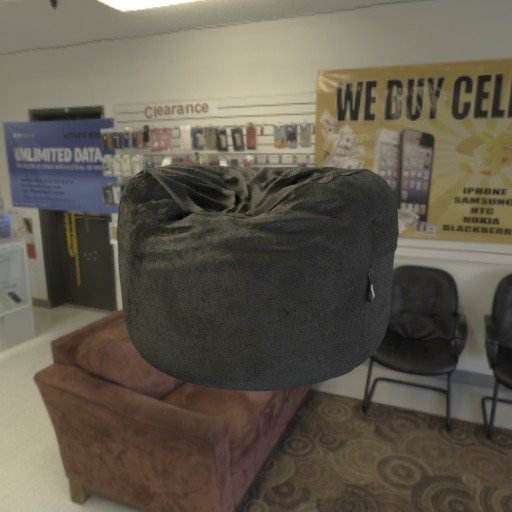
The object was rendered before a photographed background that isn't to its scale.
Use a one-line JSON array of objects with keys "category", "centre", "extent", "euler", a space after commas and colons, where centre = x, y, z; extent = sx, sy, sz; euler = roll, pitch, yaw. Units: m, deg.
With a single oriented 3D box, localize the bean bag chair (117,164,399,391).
[{"category": "bean bag chair", "centre": [0.000, 0.000, 1.511], "extent": [0.918, 0.605, 0.918], "euler": [0, 13, 0]}]
